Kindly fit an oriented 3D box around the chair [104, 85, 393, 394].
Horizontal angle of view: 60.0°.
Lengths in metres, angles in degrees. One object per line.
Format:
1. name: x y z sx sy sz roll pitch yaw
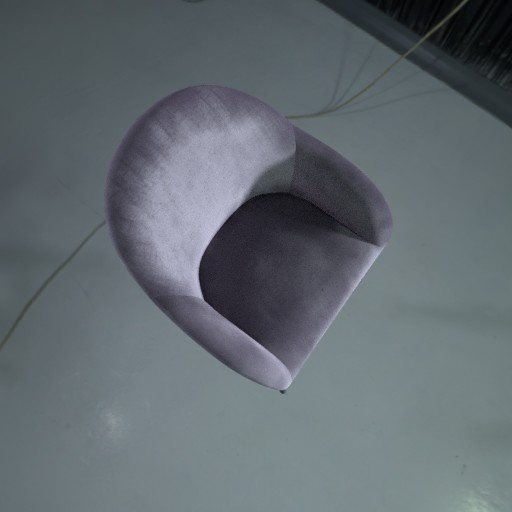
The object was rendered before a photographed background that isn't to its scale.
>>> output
1. chair: 0.000 0.000 1.199 0.590 0.795 0.550 35 77 9
